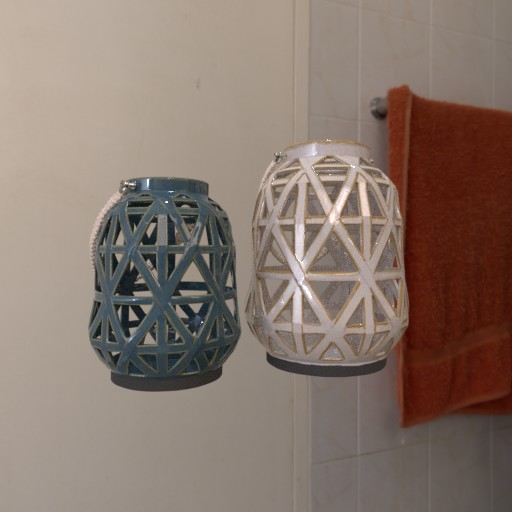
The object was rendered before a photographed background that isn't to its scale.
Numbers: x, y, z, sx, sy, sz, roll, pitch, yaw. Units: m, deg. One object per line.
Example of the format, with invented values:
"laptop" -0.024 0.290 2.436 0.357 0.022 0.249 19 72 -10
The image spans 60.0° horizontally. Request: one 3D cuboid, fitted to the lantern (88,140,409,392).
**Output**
"lantern" 0.000 0.000 0.620 0.439 0.307 0.245 0 1 -19
